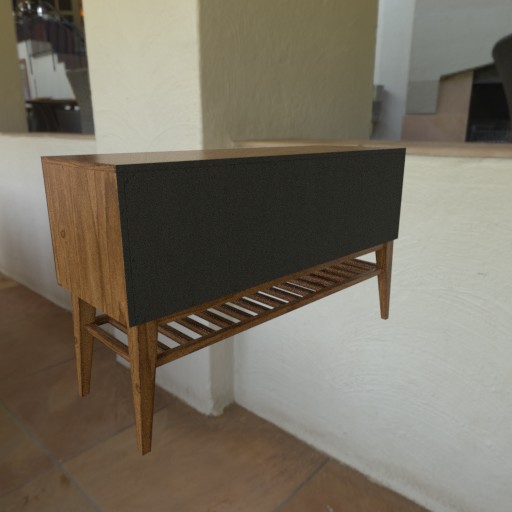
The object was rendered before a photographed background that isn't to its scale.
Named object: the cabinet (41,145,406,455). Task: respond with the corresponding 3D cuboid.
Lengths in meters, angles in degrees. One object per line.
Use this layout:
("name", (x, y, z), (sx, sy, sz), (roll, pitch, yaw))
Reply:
("cabinet", (0.000, 0.000, 1.742), (1.363, 0.802, 0.477), (-15, 22, -42))
